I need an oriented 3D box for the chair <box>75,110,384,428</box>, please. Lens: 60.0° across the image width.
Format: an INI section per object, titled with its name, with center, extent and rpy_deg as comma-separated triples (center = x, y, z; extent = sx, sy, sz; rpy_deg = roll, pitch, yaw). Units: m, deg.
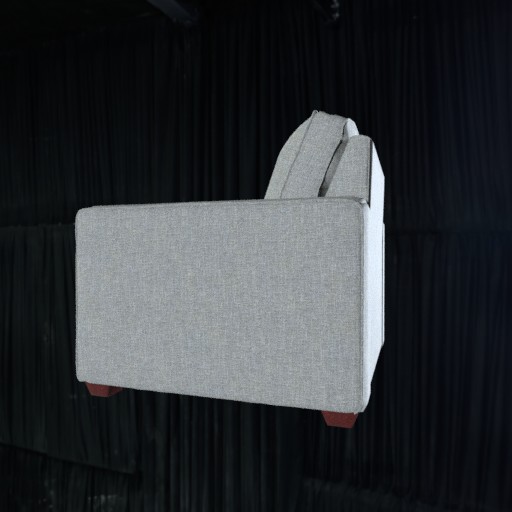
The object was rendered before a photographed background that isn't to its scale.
[chair]
center = 0.000, 0.000, 1.748
extent = 0.940, 0.914, 1.016
rpy_deg = 0, 1, 19
